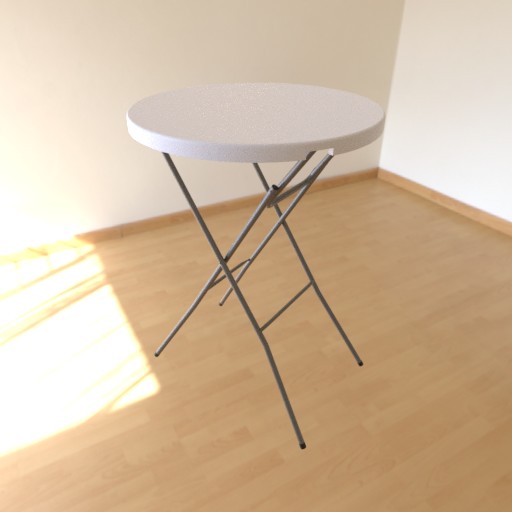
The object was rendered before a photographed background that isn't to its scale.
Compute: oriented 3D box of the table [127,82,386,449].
[{"bbox_3d":[0.000,0.000,1.680,0.795,1.105,0.792,20,37,30],"label":"table"}]
